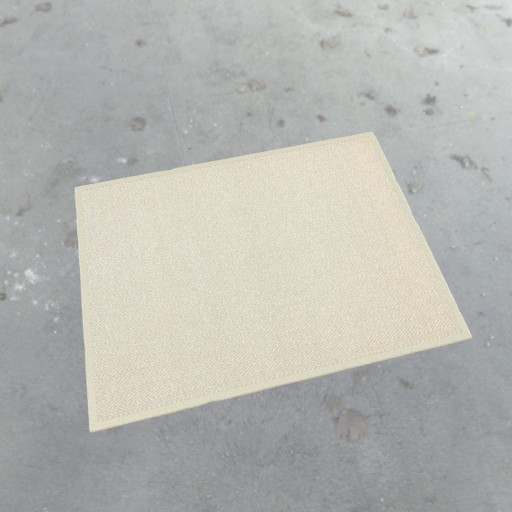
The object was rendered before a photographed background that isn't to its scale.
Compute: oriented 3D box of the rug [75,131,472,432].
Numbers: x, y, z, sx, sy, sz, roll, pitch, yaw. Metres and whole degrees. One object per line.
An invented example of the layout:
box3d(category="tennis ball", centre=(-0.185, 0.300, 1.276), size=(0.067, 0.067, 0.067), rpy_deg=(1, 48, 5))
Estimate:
box3d(category="rug", centre=(0.000, 0.000, 4.707), size=(3.659, 0.037, 2.734), rpy_deg=(-12, 63, -6))
